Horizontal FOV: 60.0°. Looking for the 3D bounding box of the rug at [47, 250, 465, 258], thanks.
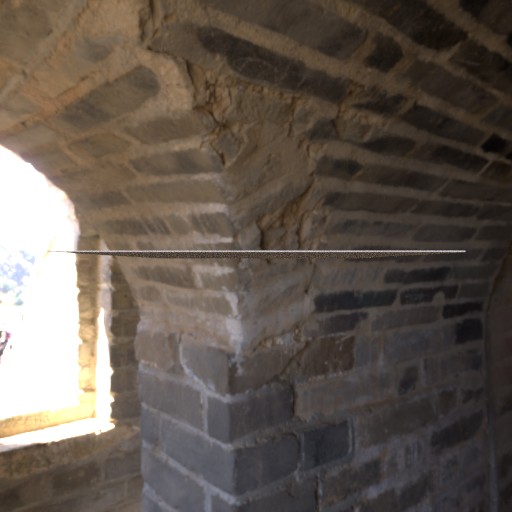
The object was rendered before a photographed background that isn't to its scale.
[{"bbox_3d":[0.000,0.000,4.075,2.421,0.008,3.045,0,-1,0],"label":"rug"}]
